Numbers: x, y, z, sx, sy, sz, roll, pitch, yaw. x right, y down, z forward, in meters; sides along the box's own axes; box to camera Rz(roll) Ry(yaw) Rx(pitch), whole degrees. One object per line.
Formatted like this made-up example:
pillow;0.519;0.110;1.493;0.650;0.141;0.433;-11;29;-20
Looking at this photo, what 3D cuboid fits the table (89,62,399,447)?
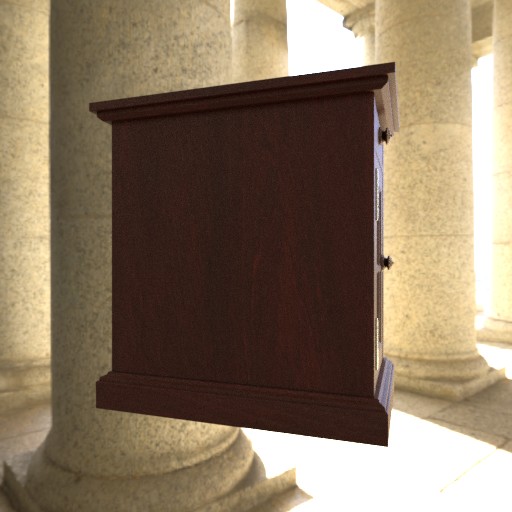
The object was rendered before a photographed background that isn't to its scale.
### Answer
table;0.000;0.000;0.960;0.584;0.612;0.356;0;0;19
